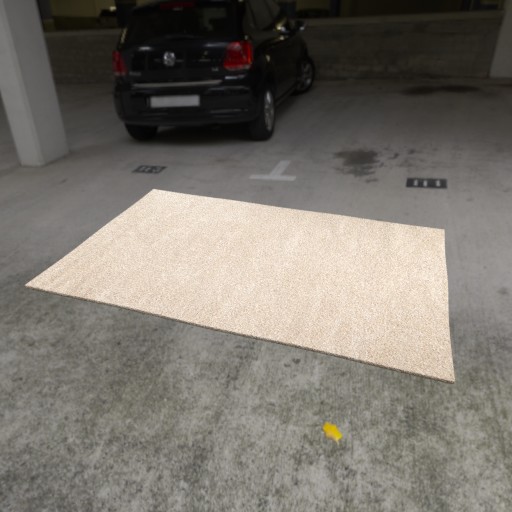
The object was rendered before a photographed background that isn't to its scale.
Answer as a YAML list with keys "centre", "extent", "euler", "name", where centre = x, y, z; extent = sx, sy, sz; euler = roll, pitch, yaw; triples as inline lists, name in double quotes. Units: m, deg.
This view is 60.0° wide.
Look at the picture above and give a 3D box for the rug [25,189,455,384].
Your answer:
- centre: [0.000, 0.000, 2.883]
  extent: [2.346, 0.025, 1.500]
  euler: [10, 33, 16]
  name: "rug"
